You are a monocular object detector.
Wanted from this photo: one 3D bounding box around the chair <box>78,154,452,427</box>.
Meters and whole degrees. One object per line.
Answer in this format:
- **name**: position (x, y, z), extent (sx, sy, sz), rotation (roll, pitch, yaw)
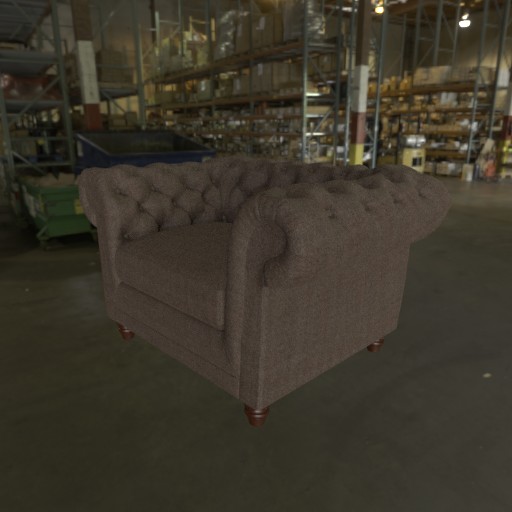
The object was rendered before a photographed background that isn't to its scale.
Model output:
- **chair**: position (0.000, 0.000, 1.868), extent (0.945, 0.780, 1.298), rotation (-15, 22, -42)
